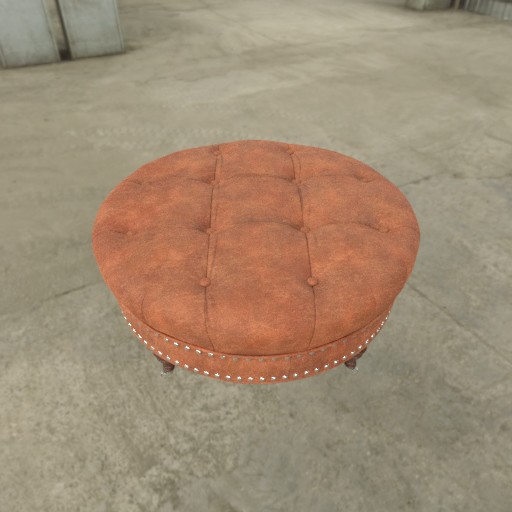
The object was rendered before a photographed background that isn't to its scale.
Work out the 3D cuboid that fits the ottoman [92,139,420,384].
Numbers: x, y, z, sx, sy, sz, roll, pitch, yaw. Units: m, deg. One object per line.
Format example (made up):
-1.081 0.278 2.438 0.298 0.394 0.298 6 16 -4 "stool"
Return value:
0.000 0.000 1.360 0.901 0.444 0.901 0 40 0 "ottoman"
